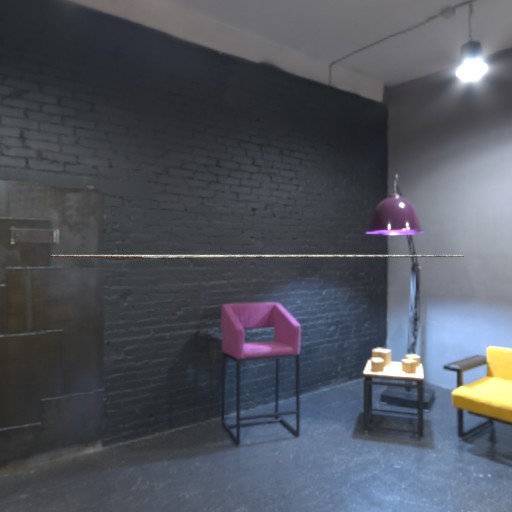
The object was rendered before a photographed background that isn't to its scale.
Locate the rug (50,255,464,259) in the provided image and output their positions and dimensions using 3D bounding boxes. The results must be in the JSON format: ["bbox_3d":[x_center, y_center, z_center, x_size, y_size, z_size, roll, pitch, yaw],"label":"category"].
[{"bbox_3d":[0.000,0.000,2.996,2.261,0.013,1.676,0,0,-36],"label":"rug"}]
